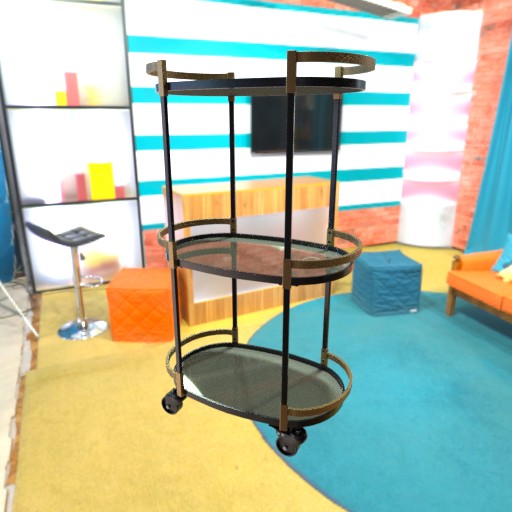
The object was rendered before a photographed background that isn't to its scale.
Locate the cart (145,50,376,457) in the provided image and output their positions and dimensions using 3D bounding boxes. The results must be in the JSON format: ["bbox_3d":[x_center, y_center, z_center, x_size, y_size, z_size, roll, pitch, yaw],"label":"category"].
[{"bbox_3d":[0.000,0.000,1.104,0.515,0.885,0.311,9,19,26],"label":"cart"}]
